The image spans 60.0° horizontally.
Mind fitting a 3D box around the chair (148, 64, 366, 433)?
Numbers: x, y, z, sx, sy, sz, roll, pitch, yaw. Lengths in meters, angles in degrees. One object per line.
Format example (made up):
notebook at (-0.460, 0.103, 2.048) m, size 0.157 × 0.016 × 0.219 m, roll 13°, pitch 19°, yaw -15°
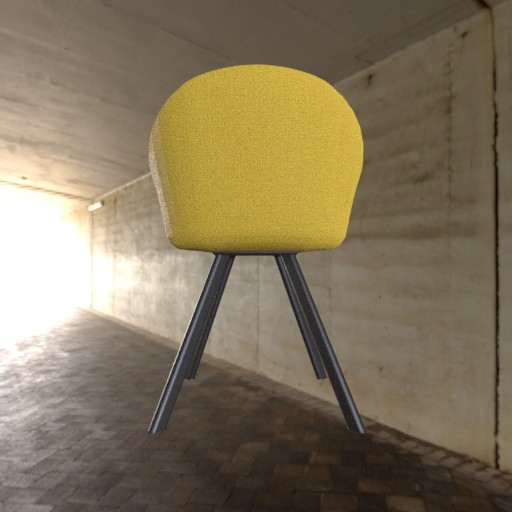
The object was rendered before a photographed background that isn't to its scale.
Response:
chair at (0.000, 0.000, 1.157) m, size 0.545 × 0.775 × 0.565 m, roll 0°, pitch -1°, yaw 0°
